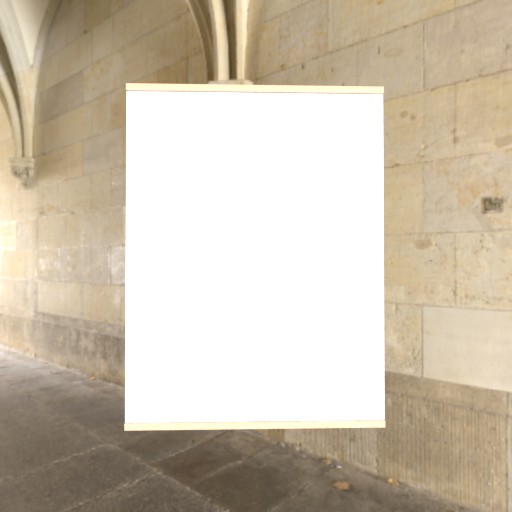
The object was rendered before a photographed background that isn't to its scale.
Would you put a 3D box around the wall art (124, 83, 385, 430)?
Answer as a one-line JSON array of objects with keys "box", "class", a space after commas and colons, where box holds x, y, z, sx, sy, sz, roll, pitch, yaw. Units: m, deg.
[{"box": [0.000, 0.000, 0.790, 0.459, 0.608, 0.012, 0, -1, -2], "class": "wall art"}]
